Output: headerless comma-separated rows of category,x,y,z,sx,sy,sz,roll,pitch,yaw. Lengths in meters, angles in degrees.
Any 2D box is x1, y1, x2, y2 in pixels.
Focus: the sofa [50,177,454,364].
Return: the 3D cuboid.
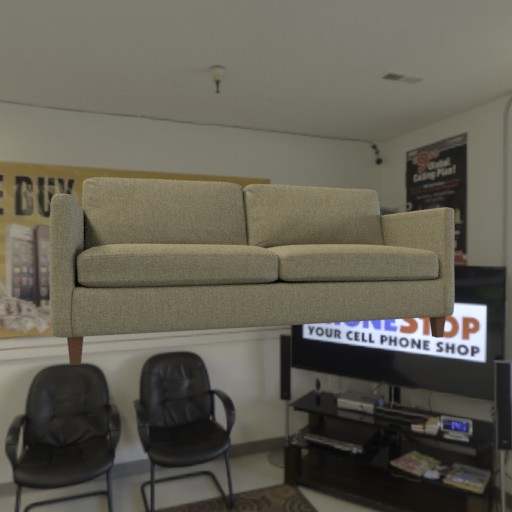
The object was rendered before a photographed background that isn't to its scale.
sofa,0.000,0.000,2.702,2.208,0.960,0.956,0,1,-18
